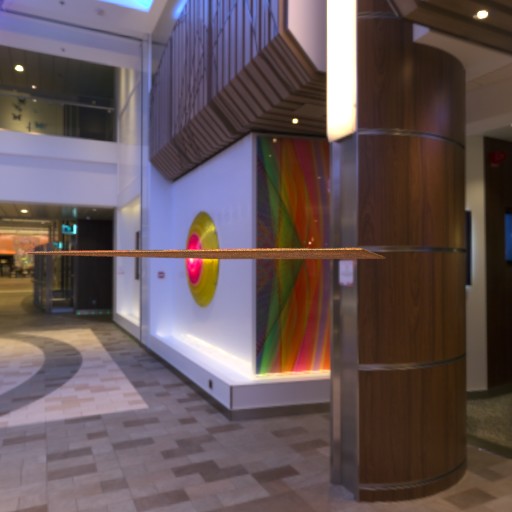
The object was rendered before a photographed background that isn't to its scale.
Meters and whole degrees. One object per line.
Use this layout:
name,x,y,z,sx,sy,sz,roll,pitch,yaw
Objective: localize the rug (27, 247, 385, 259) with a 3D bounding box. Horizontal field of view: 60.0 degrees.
rug,0.000,0.000,3.819,2.043,0.019,2.916,0,-1,18
